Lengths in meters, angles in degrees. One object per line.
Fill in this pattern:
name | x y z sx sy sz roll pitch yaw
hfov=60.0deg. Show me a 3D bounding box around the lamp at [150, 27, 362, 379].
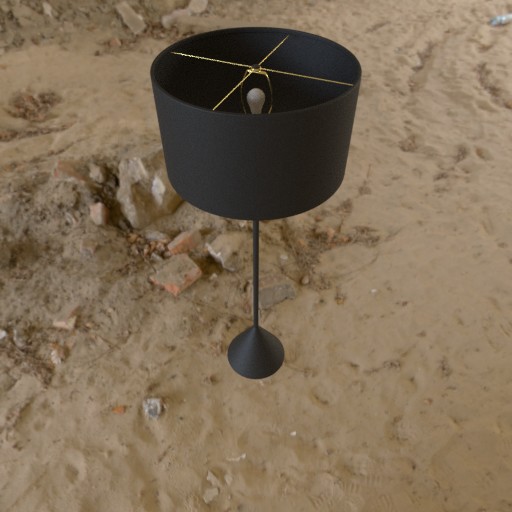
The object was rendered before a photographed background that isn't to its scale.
lamp | 0.000 0.000 1.772 0.580 1.526 0.580 17 48 16
